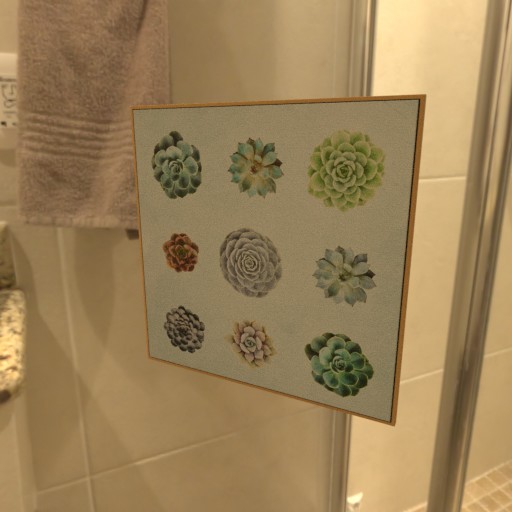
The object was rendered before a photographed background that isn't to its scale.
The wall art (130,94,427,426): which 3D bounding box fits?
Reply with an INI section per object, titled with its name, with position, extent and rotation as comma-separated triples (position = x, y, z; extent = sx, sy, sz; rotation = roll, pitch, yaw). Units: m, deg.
[wall art]
position = 0.000, 0.000, 0.689
extent = 0.457, 0.455, 0.013
rotation = 7, 17, 26
